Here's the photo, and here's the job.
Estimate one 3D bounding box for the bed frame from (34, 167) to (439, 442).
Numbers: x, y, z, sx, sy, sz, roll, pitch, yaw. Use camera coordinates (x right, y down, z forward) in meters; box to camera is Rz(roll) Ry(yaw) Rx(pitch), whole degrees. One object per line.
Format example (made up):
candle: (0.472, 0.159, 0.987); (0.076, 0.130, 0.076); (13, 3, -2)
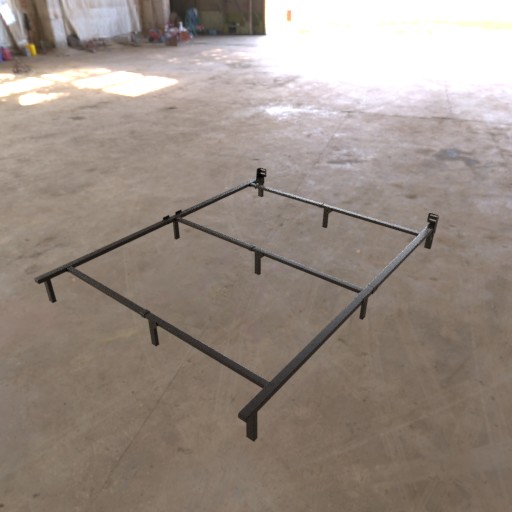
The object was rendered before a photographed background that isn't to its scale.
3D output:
bed frame: (0.000, 0.000, 2.695); (1.498, 0.248, 1.990); (22, 37, 32)
